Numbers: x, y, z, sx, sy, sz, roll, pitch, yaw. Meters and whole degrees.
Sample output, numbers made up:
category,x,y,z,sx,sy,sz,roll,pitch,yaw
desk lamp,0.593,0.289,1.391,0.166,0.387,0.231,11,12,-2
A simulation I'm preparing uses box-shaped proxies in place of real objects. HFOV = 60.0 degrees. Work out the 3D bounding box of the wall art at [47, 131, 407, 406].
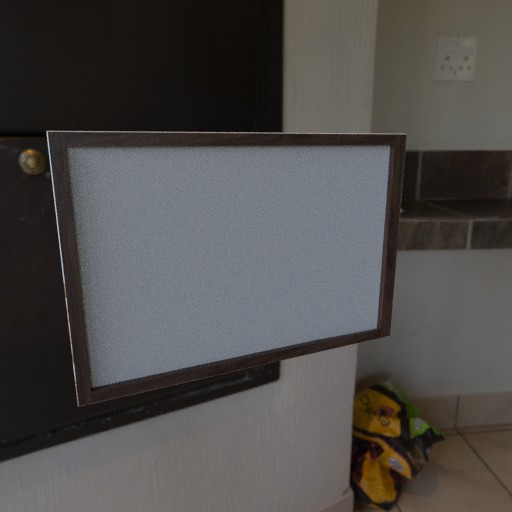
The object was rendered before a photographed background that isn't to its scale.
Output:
category,x,y,z,sx,sy,sz,roll,pitch,yaw
wall art,0.000,0.000,1.898,1.520,1.016,0.051,-7,16,-24
